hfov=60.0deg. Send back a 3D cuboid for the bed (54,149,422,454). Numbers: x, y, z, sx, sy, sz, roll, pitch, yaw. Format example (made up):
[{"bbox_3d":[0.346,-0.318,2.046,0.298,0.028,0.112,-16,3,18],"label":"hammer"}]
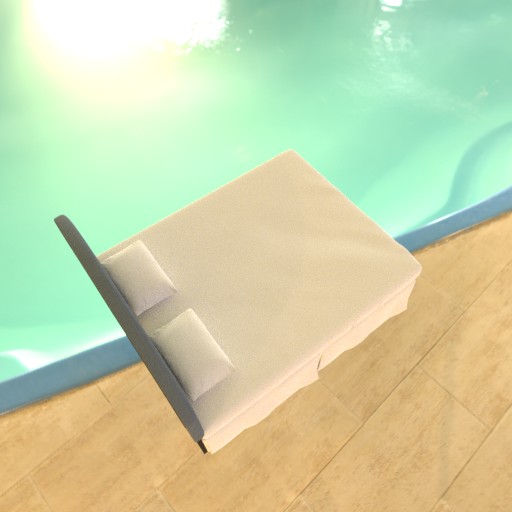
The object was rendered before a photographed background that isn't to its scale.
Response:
[{"bbox_3d":[0.000,0.000,3.090,2.005,1.410,1.607,-32,63,-19],"label":"bed"}]
